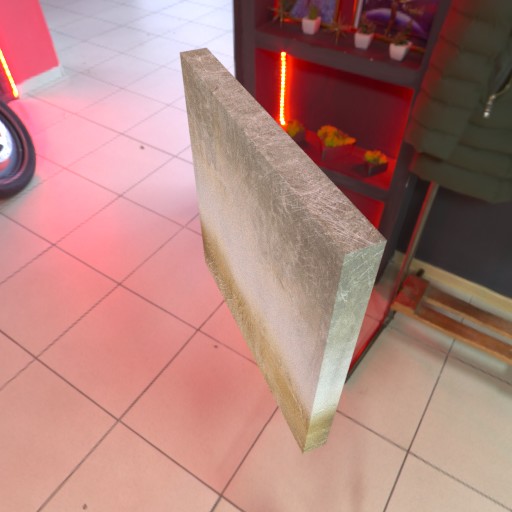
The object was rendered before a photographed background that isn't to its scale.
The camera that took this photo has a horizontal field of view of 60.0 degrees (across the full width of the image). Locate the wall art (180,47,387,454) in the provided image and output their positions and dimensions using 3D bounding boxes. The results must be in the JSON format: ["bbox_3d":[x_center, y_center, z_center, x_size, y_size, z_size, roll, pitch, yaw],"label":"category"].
[{"bbox_3d":[0.000,0.000,0.609,0.038,0.407,0.405,-18,49,-16],"label":"wall art"}]
